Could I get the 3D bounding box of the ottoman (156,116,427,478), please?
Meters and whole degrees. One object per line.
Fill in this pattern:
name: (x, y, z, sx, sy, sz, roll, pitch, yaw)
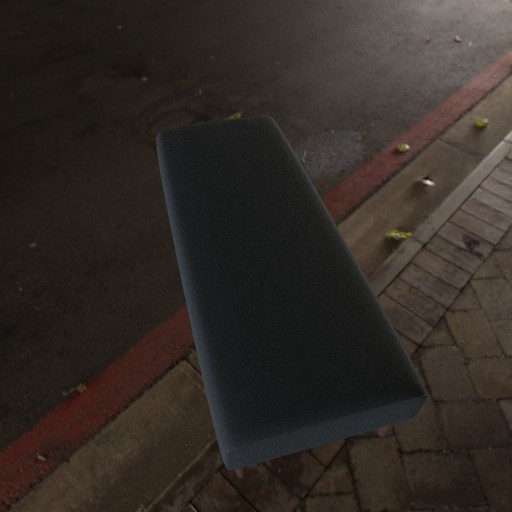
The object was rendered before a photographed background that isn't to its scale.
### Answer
ottoman: (0.000, 0.000, 1.864, 0.646, 0.393, 1.609, -11, 48, -10)
